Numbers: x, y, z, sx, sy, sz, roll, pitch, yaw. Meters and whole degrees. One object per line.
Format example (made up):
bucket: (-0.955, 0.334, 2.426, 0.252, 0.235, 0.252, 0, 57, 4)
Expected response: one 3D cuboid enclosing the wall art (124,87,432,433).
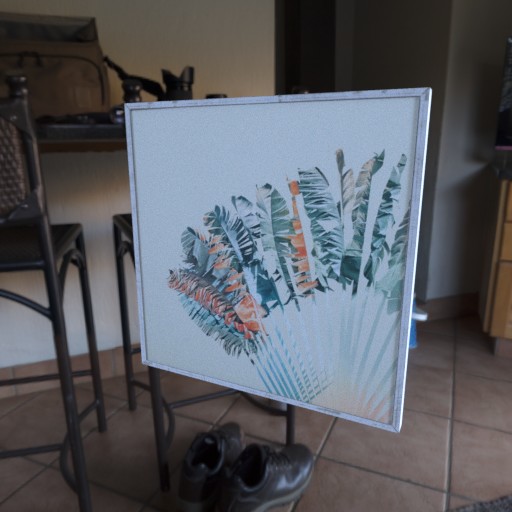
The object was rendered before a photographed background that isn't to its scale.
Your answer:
wall art: (0.000, 0.000, 1.119, 0.760, 0.757, 0.038, 7, 16, 26)
